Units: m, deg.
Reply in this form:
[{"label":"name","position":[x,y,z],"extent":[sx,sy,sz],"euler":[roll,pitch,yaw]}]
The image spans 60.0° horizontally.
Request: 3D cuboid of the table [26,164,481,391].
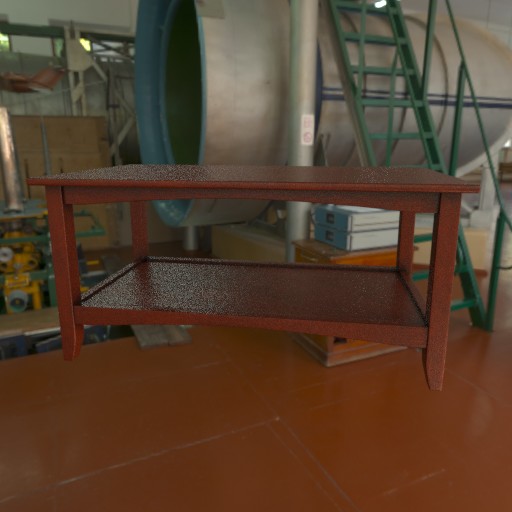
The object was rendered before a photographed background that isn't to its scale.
[{"label":"table","position":[0.000,0.000,1.217],"extent":[0.943,0.456,0.533],"euler":[2,15,9]}]
